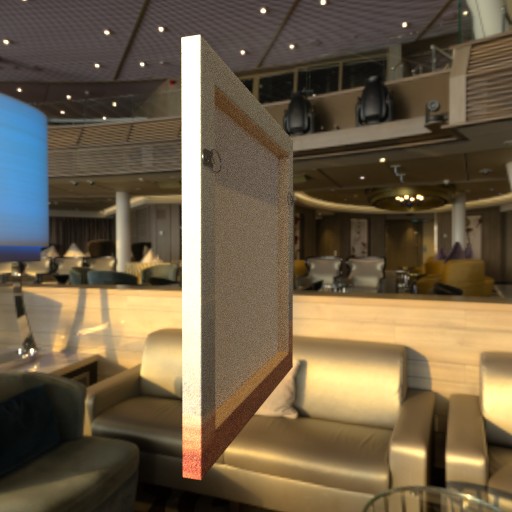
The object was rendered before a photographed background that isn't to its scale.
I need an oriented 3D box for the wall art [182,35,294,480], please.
[{"bbox_3d":[0.000,0.000,0.895,0.034,0.605,0.605,0,1,17],"label":"wall art"}]
